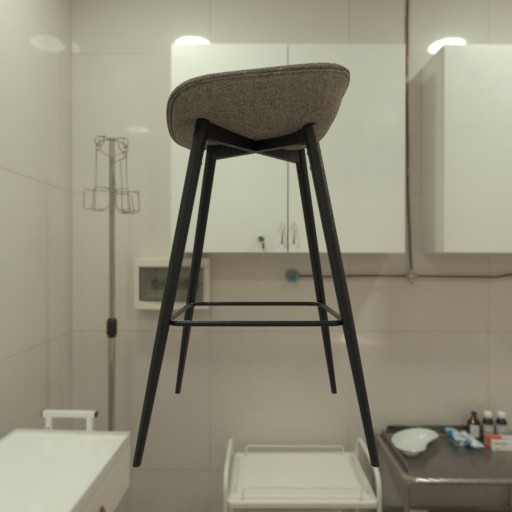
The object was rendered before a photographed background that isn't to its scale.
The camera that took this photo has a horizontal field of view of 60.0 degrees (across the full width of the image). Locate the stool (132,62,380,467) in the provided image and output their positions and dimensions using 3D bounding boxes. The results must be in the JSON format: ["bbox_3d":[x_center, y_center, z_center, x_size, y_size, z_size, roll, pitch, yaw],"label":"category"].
[{"bbox_3d":[0.000,0.000,1.088,0.480,0.814,0.469,0,0,0],"label":"stool"}]
